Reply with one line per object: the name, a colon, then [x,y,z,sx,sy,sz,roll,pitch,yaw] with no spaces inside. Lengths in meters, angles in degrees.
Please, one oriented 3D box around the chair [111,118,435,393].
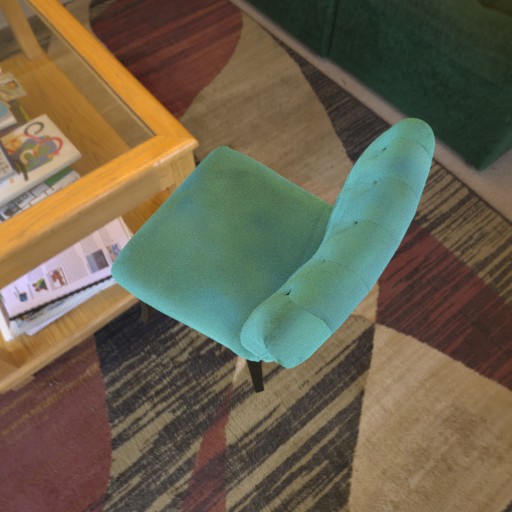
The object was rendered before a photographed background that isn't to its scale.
chair: [0.000,0.000,1.170,0.605,0.750,0.582,30,66,15]
